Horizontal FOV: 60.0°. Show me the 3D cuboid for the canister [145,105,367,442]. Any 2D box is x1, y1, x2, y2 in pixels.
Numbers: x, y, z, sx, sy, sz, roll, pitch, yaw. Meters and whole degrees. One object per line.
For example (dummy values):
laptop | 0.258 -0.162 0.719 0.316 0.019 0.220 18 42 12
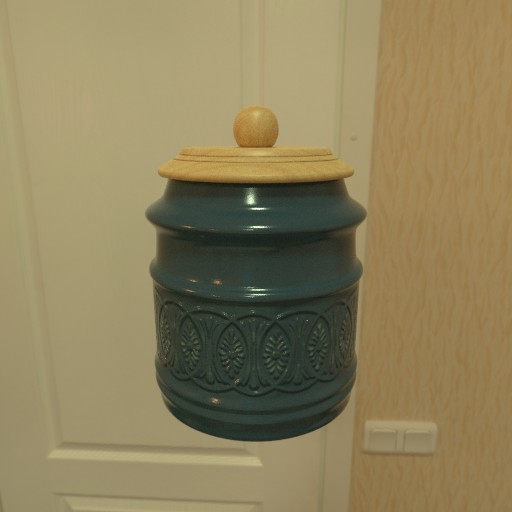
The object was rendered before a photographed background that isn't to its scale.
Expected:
canister | 0.000 0.000 0.274 0.130 0.176 0.130 0 15 0
